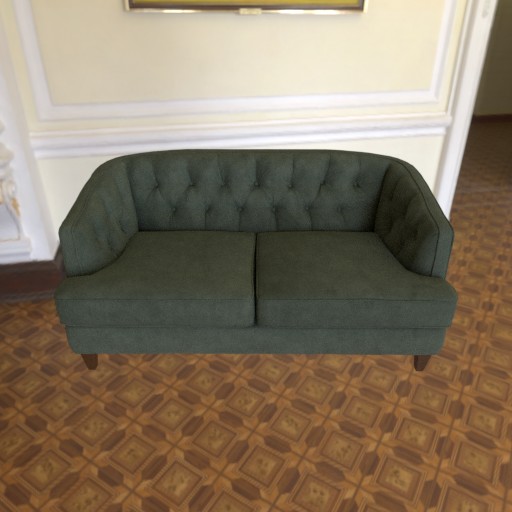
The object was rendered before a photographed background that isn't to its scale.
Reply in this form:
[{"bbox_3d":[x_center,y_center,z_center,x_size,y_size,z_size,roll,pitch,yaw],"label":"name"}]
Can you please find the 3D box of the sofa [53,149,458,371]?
[{"bbox_3d":[0.000,0.000,2.255,1.733,0.855,0.941,0,29,0],"label":"sofa"}]
